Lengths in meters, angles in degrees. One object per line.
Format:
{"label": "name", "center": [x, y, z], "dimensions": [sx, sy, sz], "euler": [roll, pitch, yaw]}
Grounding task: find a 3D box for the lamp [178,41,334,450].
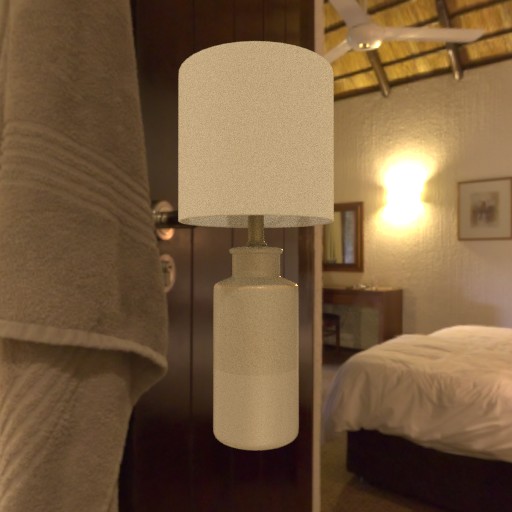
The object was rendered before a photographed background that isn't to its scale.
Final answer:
{"label": "lamp", "center": [0.000, 0.000, 0.613], "dimensions": [0.212, 0.493, 0.212], "euler": [0, 0, 2]}
